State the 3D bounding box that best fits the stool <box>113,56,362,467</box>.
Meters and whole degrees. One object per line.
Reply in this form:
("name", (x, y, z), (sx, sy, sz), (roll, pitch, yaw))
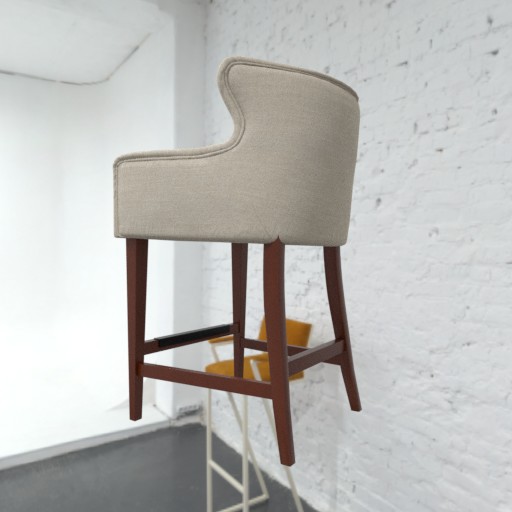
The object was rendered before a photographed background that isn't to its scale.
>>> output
("stool", (0.000, 0.000, 1.385), (0.637, 0.987, 0.615), (0, 0, 36))
